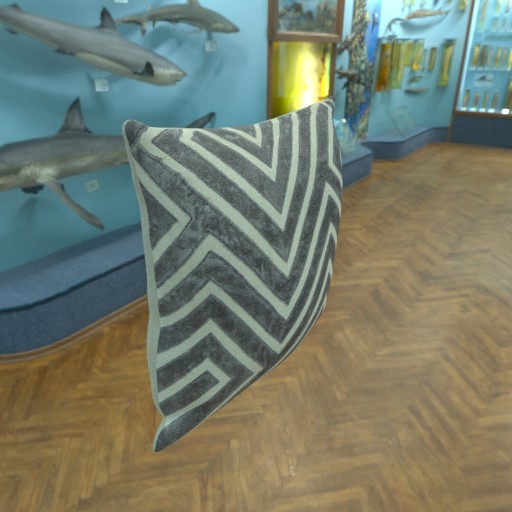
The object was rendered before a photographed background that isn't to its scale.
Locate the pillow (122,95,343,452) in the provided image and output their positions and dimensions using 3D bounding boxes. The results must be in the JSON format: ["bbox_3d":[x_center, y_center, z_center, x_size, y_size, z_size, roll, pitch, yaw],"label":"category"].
[{"bbox_3d":[0.000,0.000,0.669,0.182,0.441,0.440,18,30,33],"label":"pillow"}]
